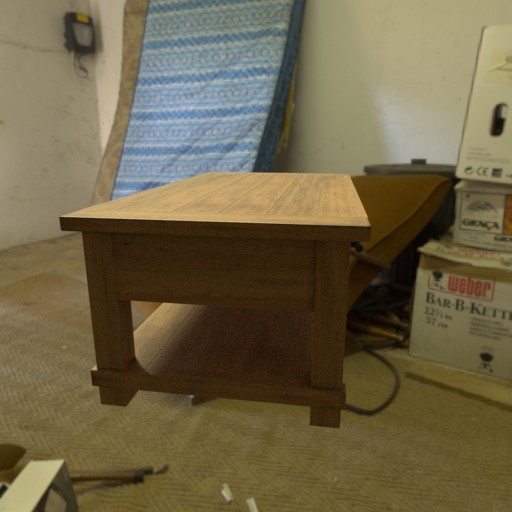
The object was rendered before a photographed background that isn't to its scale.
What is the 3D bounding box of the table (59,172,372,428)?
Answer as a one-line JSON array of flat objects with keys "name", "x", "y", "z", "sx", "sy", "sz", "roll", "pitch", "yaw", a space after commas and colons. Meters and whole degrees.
[{"name": "table", "x": 0.000, "y": 0.000, "z": 1.601, "sx": 0.693, "sy": 0.494, "sz": 1.270, "roll": 2, "pitch": 15, "yaw": 9}]
